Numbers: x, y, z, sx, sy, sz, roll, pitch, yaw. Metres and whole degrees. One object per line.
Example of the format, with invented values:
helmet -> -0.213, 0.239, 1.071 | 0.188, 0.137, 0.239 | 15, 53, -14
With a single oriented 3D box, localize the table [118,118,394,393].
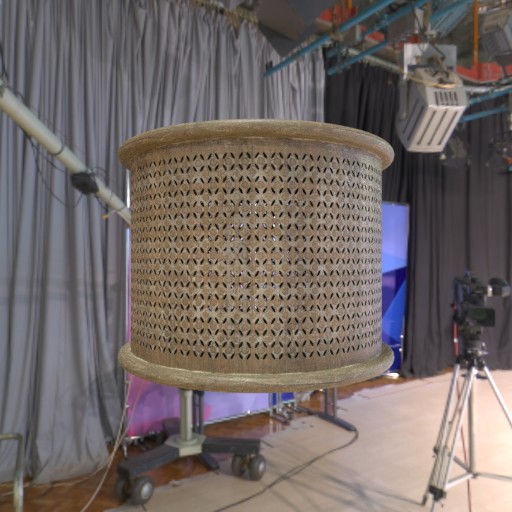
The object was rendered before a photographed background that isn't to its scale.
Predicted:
table -> 0.000, 0.000, 1.019 | 0.607, 0.450, 0.607 | 0, 0, 0
